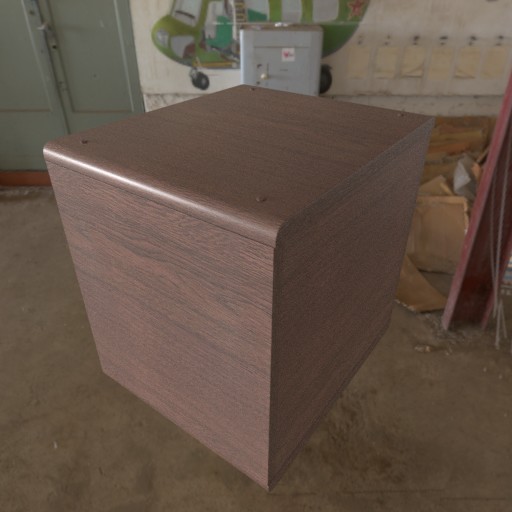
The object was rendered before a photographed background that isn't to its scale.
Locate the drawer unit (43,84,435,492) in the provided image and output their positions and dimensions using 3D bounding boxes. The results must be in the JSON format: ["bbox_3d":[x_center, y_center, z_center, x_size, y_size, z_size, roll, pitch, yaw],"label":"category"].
[{"bbox_3d":[0.000,0.000,0.586,0.290,0.344,0.344,22,39,30],"label":"drawer unit"}]
